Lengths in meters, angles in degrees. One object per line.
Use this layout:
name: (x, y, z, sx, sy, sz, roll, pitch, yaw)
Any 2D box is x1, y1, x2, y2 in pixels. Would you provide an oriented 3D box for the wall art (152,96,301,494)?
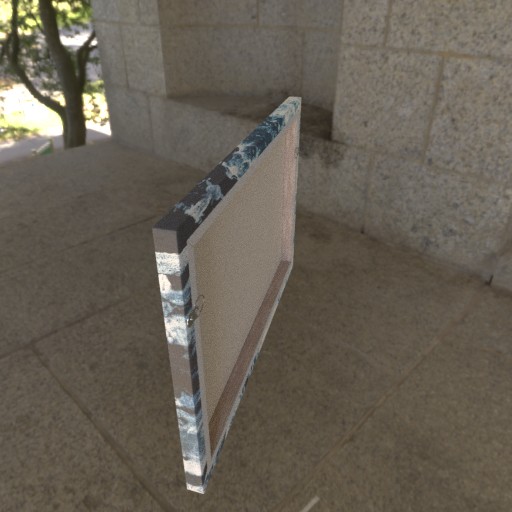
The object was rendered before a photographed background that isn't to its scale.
wall art: (0.000, 0.000, 1.134, 0.042, 0.610, 0.915, 8, 32, 13)
